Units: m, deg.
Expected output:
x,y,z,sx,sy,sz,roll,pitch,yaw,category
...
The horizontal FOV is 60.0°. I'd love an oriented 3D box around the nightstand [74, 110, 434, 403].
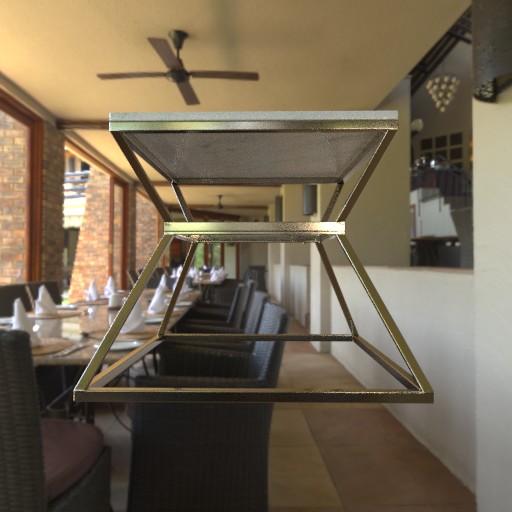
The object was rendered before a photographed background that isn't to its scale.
x,y,z,sx,sy,sz,roll,pitch,yaw,category
0.000,0.000,0.891,0.514,0.426,0.513,0,-1,1,nightstand
